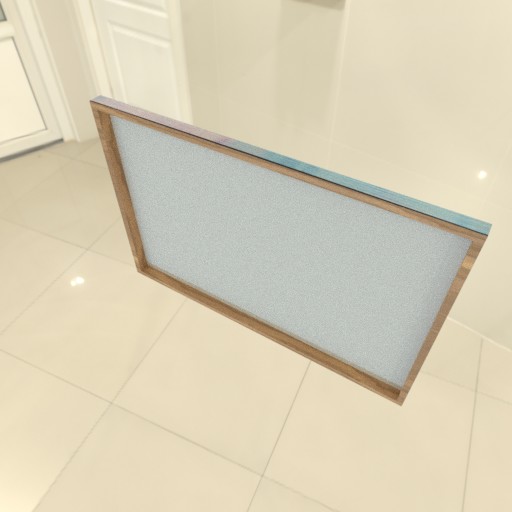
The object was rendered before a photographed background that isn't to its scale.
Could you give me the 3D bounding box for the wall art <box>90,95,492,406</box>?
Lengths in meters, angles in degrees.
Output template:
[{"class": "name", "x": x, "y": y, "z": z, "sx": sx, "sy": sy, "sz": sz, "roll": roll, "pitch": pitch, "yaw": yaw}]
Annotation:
[{"class": "wall art", "x": 0.000, "y": 0.000, "z": 1.117, "sx": 0.911, "sy": 0.605, "sz": 0.037, "roll": 24, "pitch": 50, "yaw": 21}]
